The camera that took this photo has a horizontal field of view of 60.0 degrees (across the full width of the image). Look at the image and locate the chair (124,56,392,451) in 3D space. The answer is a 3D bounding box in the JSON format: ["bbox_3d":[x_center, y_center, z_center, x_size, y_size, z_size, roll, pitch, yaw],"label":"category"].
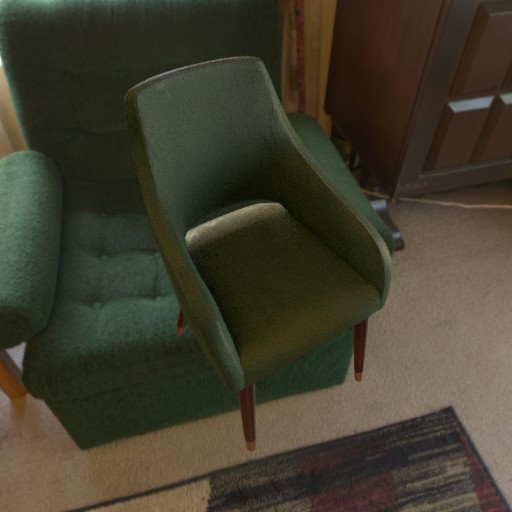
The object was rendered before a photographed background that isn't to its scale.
[{"bbox_3d":[0.000,0.000,1.575,0.683,1.081,0.794,-24,51,-22],"label":"chair"}]
